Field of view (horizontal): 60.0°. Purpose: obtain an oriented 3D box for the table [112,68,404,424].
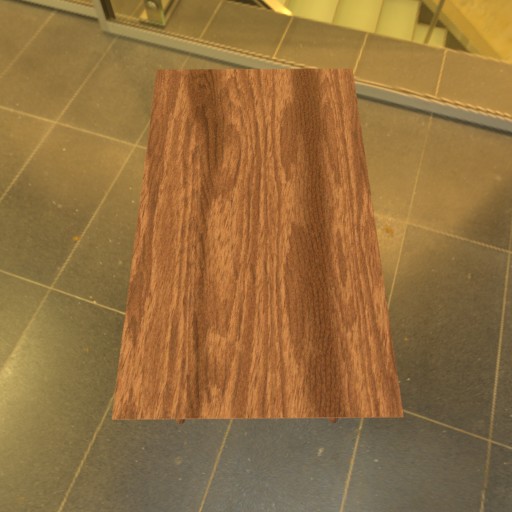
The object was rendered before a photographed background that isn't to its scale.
[{"bbox_3d":[0.000,0.000,1.838,0.801,0.724,1.349,0,64,0],"label":"table"}]
